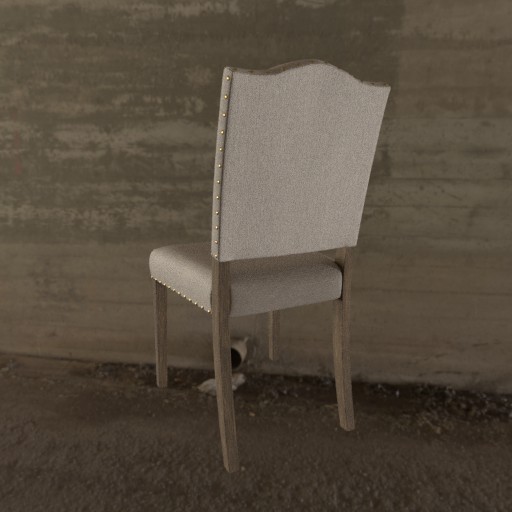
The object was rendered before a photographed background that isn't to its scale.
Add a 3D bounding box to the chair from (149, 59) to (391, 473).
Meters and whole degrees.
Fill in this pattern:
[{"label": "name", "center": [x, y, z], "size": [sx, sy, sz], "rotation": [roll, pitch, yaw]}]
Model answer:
[{"label": "chair", "center": [0.000, 0.000, 1.349], "size": [0.508, 1.020, 0.620], "rotation": [-7, 14, -27]}]
